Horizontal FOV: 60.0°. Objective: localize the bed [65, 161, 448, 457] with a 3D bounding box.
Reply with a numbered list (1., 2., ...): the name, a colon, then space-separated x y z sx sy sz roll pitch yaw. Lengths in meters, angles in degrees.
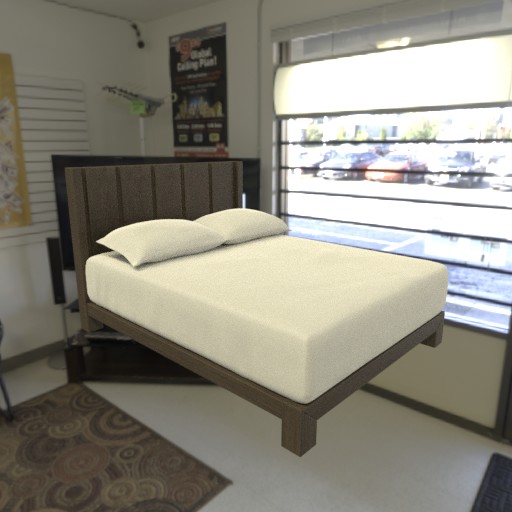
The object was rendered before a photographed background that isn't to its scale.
1. bed: 0.000 0.000 3.281 2.242 1.270 1.727 13 19 42
